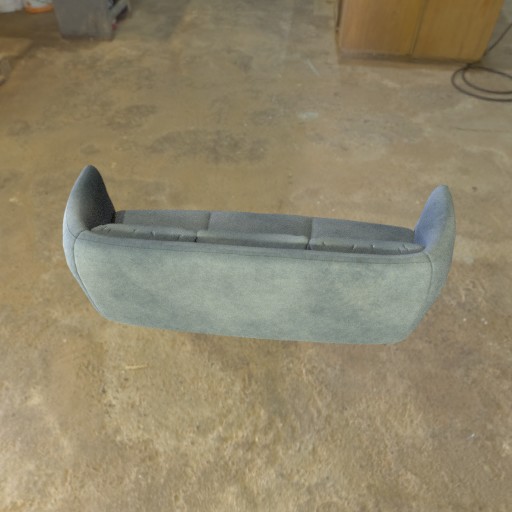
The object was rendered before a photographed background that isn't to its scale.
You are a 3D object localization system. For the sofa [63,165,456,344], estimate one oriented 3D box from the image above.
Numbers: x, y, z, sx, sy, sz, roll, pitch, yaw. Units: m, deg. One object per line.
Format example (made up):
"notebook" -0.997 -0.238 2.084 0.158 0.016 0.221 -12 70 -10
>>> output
"sofa" 0.000 0.000 2.482 2.095 0.795 0.849 4 46 4
